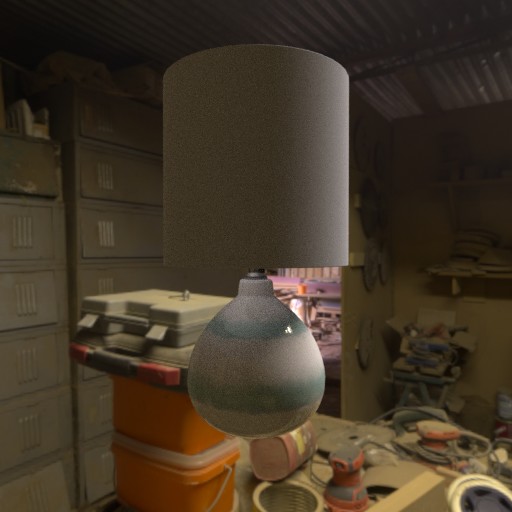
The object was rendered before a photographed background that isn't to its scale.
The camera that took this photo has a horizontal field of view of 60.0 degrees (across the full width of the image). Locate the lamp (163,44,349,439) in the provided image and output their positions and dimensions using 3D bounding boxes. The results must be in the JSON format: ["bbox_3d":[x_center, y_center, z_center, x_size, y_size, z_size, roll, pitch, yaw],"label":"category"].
[{"bbox_3d":[0.000,0.000,0.530,0.217,0.404,0.217,1,1,35],"label":"lamp"}]
